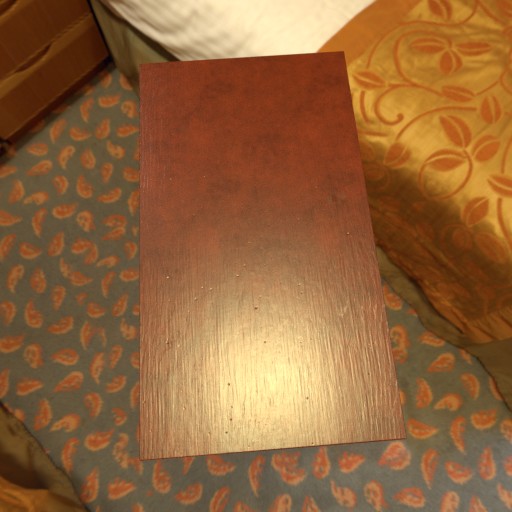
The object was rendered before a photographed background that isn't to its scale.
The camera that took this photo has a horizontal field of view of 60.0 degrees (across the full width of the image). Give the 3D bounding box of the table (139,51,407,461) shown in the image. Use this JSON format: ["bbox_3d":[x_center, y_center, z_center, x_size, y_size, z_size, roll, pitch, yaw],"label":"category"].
[{"bbox_3d":[0.000,0.000,1.229,0.533,0.456,0.943,-4,73,-1],"label":"table"}]
